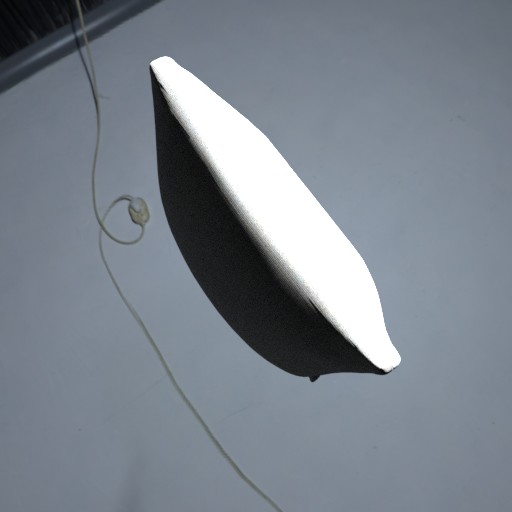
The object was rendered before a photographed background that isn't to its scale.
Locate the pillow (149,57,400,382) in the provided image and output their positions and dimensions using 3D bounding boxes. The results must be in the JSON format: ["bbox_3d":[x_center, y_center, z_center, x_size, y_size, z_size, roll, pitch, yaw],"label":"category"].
[{"bbox_3d":[0.000,0.000,0.773,0.219,0.491,0.496,-34,78,-9],"label":"pillow"}]
